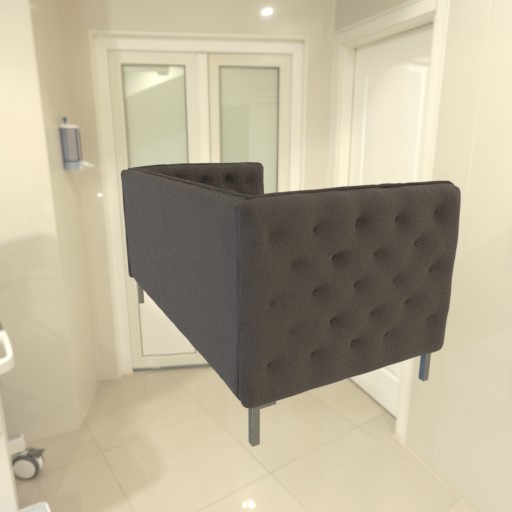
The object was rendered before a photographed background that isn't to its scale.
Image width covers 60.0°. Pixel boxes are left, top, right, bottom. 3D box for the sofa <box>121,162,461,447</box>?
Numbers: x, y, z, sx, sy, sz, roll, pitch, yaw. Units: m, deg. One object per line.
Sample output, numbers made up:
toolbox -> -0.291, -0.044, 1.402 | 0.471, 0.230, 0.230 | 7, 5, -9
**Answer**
sofa -> 0.000, 0.000, 2.131 | 0.909, 0.810, 1.583 | -8, 17, -27
